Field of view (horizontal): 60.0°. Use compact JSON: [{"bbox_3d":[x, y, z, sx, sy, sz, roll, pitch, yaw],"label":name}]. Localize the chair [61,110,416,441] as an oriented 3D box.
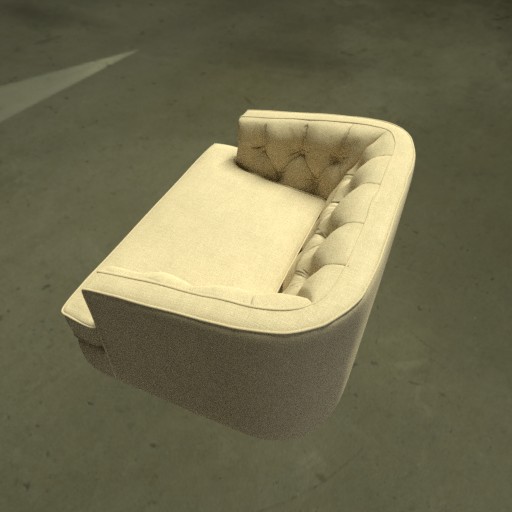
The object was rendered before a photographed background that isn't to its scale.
[{"bbox_3d":[0.000,0.000,1.672,0.914,0.787,1.118,18,49,16],"label":"chair"}]
